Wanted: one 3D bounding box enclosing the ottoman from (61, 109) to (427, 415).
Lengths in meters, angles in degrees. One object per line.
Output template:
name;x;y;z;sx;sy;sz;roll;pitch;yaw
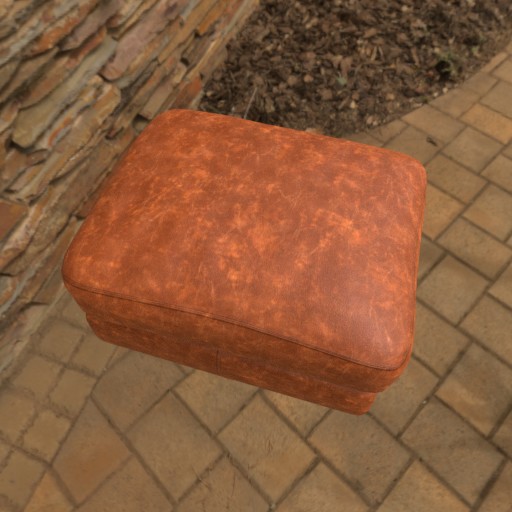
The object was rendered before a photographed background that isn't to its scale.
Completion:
ottoman;0.000;0.000;1.262;0.832;0.562;0.657;14;58;9
